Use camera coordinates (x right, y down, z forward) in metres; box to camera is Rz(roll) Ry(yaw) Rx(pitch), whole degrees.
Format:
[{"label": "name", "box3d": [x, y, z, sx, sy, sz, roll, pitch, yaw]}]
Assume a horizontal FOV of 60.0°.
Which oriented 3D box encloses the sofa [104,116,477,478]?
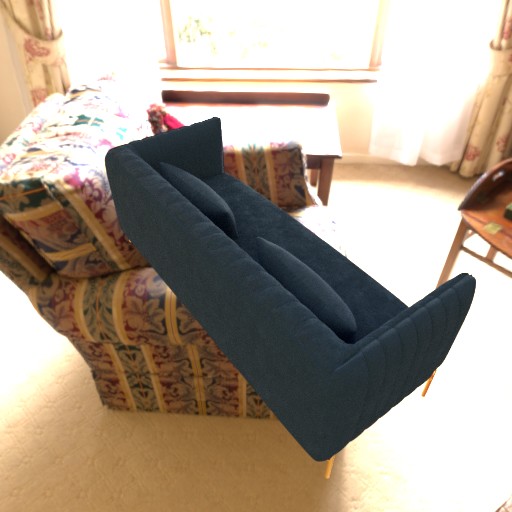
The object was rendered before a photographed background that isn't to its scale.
[{"label": "sofa", "box3d": [0.000, 0.000, 2.549, 0.896, 0.793, 2.136, -26, 47, -27]}]
